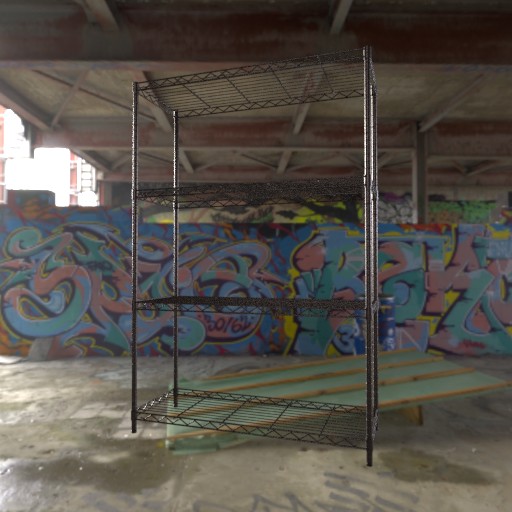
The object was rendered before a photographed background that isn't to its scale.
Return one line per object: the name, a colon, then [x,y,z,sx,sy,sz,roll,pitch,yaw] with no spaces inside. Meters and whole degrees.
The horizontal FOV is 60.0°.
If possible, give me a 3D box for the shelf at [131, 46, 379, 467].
shelf: [0.000,0.000,1.737,0.907,1.361,0.352,0,-1,19]
